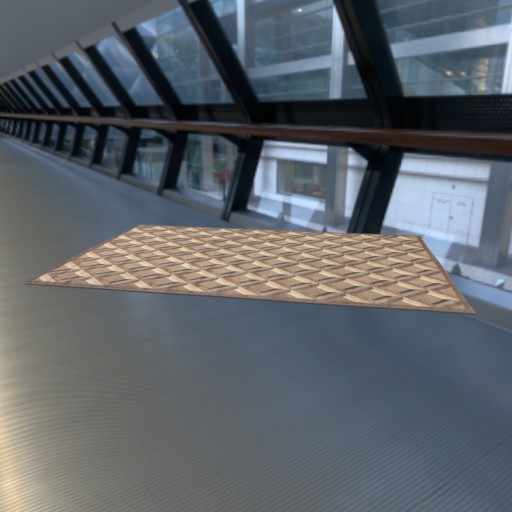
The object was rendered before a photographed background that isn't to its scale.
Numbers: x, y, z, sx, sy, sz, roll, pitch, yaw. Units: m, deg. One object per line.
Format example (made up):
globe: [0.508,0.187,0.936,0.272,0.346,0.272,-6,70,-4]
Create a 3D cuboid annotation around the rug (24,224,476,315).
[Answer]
rug: [0.000,0.000,2.110,1.677,0.011,1.066,3,17,10]
